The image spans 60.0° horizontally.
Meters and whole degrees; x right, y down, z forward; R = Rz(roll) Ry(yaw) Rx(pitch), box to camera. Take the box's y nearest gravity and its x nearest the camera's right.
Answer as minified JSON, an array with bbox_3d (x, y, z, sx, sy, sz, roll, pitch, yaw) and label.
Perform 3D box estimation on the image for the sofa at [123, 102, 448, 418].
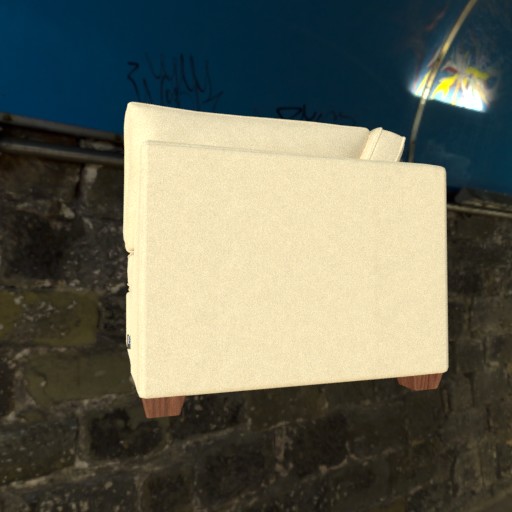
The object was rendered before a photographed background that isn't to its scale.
[{"bbox_3d":[0.000,0.000,1.961,1.146,1.002,1.084,1,-2,-18],"label":"sofa"}]
